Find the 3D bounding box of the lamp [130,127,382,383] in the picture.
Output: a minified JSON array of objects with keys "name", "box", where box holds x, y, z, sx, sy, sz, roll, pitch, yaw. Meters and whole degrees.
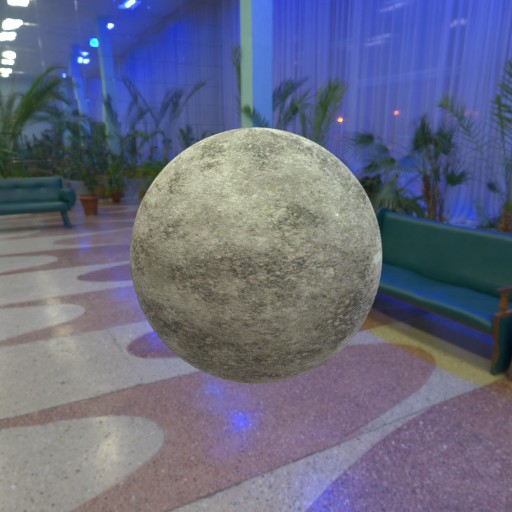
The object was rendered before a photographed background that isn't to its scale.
[{"name":"lamp","box":[0.000,0.000,0.770,0.422,0.429,0.422,0,15,0]}]
